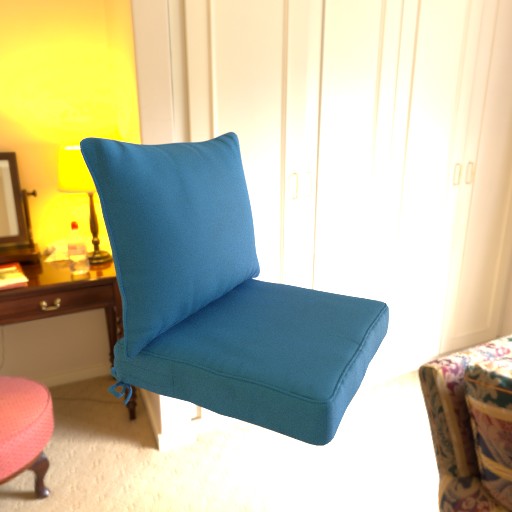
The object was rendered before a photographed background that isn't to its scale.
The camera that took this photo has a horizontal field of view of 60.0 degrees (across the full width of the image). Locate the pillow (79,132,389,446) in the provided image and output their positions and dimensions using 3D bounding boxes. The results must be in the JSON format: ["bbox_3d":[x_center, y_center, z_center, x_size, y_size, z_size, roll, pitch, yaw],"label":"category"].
[{"bbox_3d":[0.000,0.000,1.370,0.733,0.725,0.798,8,19,26],"label":"pillow"}]
